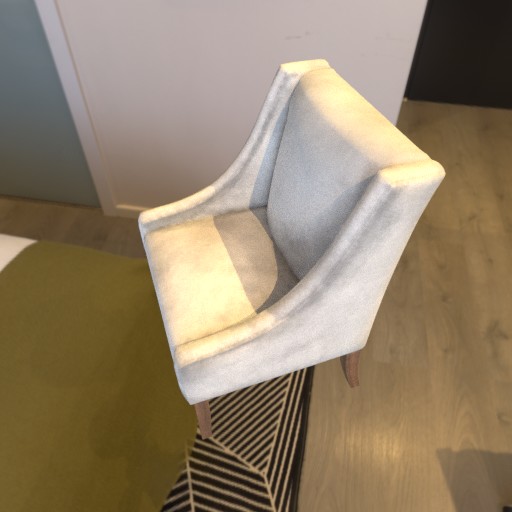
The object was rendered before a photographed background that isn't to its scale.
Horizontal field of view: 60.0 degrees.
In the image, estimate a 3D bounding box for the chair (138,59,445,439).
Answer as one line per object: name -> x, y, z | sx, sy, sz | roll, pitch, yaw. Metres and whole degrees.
chair -> 0.000, 0.000, 1.346 | 0.629, 0.895, 0.629 | -14, 48, -13
